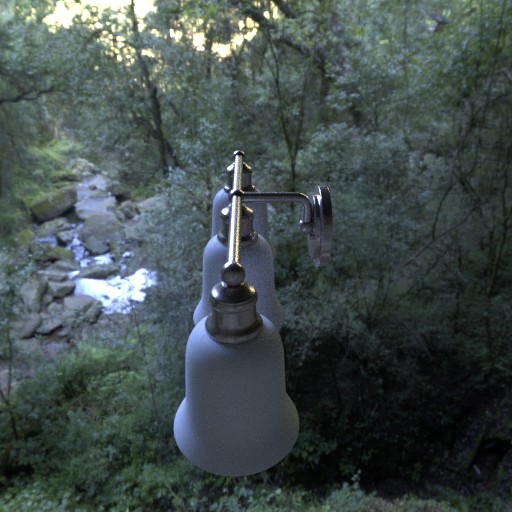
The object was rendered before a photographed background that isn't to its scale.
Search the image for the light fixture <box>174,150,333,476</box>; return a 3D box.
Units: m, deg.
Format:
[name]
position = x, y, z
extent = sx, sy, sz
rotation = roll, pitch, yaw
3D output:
[light fixture]
position = 0.000, 0.000, 0.656
extent = 0.198, 0.211, 0.570
rotation = -1, 27, -1
